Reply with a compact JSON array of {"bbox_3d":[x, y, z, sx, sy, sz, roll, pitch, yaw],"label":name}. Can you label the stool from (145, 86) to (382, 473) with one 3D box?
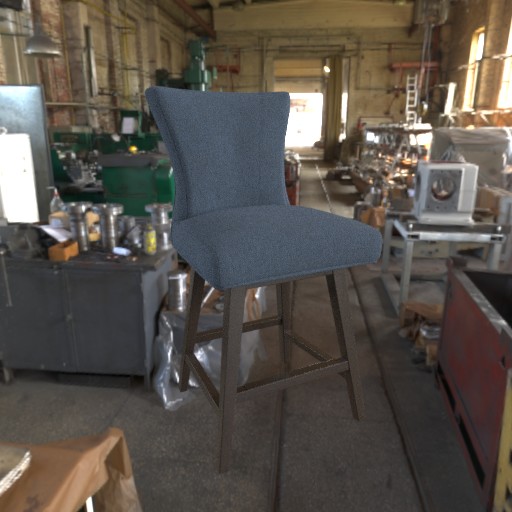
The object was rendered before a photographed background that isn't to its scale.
[{"bbox_3d":[0.000,0.000,1.372,0.514,1.000,0.574,-8,18,-26],"label":"stool"}]
